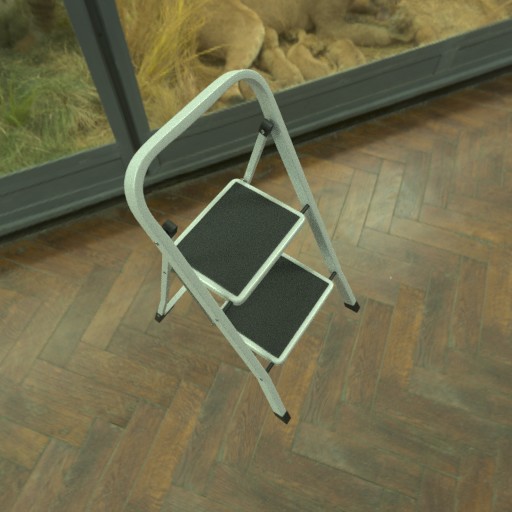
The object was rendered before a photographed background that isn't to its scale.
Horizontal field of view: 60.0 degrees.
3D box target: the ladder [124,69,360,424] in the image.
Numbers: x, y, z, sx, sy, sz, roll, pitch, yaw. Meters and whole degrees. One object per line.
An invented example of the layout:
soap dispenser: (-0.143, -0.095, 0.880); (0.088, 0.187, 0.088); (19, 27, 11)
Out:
ladder: (0.000, 0.000, 1.140); (0.544, 0.810, 0.460); (31, 64, 17)
